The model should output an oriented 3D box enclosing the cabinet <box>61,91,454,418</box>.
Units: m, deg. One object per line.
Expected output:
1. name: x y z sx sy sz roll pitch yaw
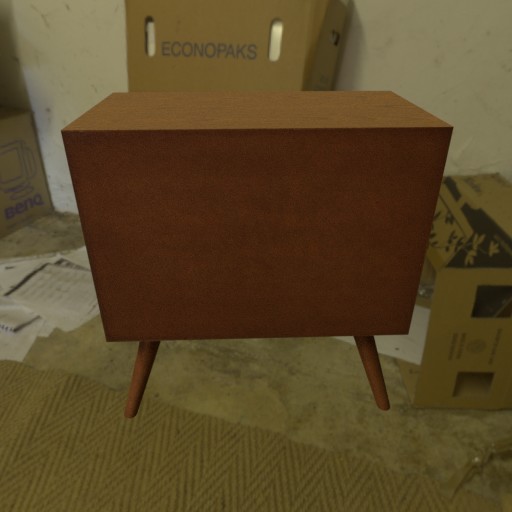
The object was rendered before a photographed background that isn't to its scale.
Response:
1. cabinet: 0.000 0.000 1.150 0.712 0.748 0.388 -1 30 -2
